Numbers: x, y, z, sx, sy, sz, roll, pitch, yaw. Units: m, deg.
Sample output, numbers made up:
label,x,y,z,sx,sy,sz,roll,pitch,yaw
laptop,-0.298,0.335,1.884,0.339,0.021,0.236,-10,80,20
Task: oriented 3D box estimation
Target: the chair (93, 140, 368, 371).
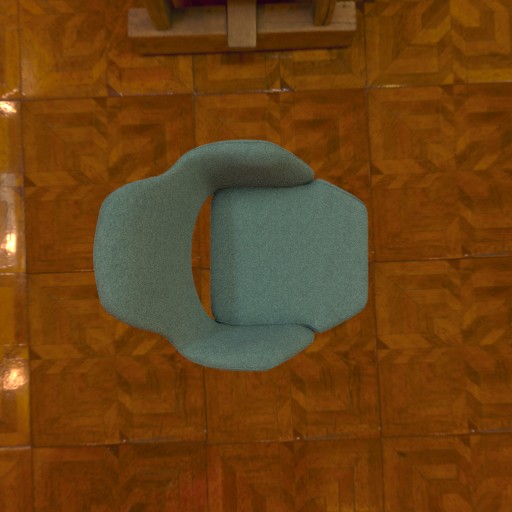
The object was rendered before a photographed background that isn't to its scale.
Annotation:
label,x,y,z,sx,sy,sz,roll,pitch,yaw
chair,0.000,0.000,1.347,0.666,0.920,0.589,0,89,0
